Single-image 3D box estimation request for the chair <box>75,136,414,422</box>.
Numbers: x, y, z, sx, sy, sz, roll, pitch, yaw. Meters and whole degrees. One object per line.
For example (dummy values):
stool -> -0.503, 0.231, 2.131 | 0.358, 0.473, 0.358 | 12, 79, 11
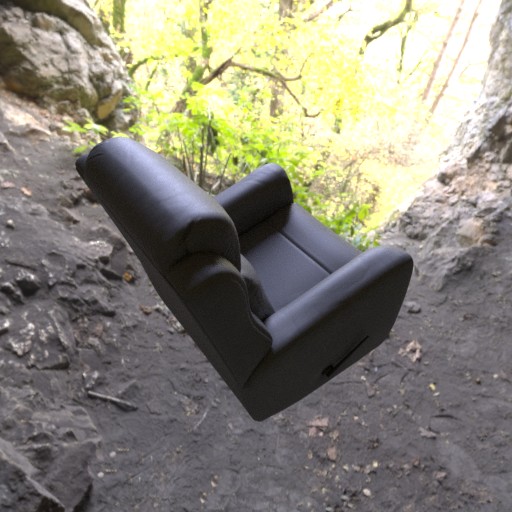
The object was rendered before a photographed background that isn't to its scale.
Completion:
chair -> 0.000, 0.000, 1.911 | 1.068, 1.116, 0.967 | -26, 48, -26
